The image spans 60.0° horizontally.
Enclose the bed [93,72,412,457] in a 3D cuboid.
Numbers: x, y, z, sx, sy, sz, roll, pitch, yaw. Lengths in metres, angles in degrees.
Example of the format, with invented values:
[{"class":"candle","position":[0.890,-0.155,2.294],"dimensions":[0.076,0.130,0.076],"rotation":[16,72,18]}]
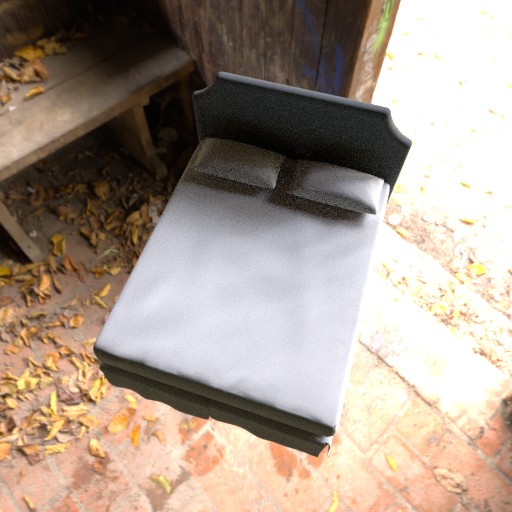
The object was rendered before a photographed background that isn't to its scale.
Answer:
[{"class":"bed","position":[0.000,0.000,3.317],"dimensions":[1.811,1.296,2.259],"rotation":[16,61,9]}]
